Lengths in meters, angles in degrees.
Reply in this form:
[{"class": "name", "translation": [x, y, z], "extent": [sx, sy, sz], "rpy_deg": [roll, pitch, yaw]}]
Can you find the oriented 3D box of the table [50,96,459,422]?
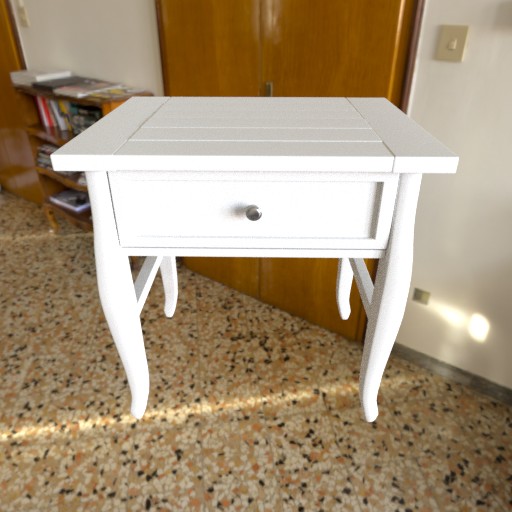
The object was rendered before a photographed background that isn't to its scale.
[{"class": "table", "translation": [0.000, 0.000, 0.996], "extent": [0.599, 0.605, 0.463], "rpy_deg": [1, 30, 1]}]
